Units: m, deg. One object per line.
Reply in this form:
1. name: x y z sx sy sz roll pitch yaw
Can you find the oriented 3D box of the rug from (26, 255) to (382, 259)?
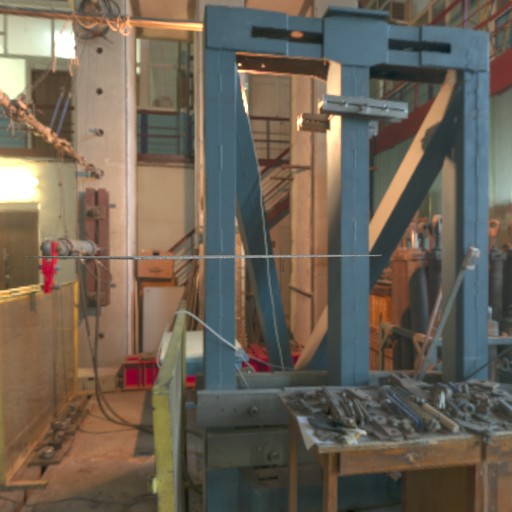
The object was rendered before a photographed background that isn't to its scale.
1. rug: 0.000 0.000 2.701 0.706 0.009 2.443 0 0 35
